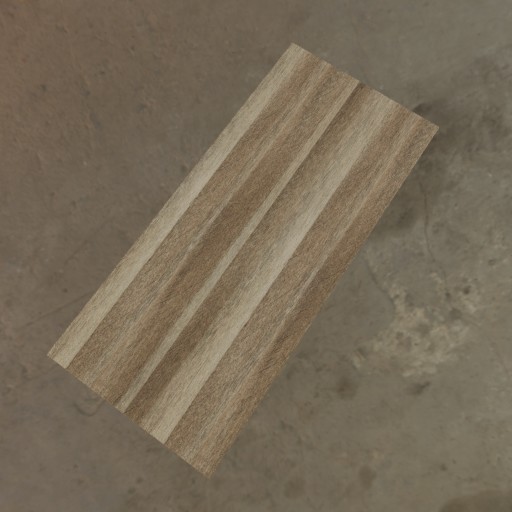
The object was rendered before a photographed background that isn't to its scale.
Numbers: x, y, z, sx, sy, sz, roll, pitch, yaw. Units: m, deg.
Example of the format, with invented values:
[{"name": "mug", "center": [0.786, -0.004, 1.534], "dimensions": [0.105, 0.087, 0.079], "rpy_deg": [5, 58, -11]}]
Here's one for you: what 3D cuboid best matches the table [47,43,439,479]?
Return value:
[{"name": "table", "center": [0.000, 0.000, 1.396], "dimensions": [0.493, 0.480, 1.095], "rpy_deg": [34, 78, 8]}]
